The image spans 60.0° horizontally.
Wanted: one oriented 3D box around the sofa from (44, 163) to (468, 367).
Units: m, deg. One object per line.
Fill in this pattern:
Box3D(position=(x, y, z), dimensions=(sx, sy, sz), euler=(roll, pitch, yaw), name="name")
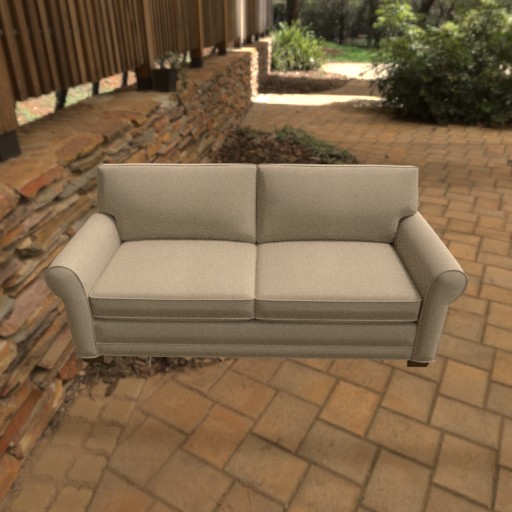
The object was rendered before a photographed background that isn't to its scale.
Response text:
Box3D(position=(0.000, 0.000, 2.656), dimensions=(2.146, 0.962, 0.901), euler=(1, 29, 1), name="sofa")
